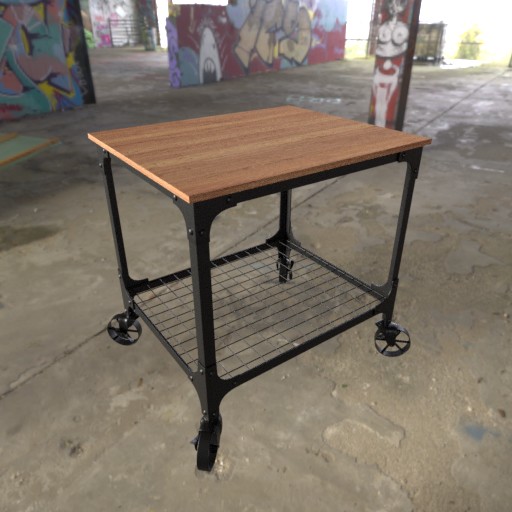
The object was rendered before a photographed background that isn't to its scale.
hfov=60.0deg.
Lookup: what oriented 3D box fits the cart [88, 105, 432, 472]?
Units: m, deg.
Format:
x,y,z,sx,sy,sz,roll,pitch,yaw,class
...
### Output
x,y,z,sx,sy,sz,roll,pitch,yaw,class
0.000,0.000,1.121,0.666,0.603,0.558,-19,34,-31,cart
